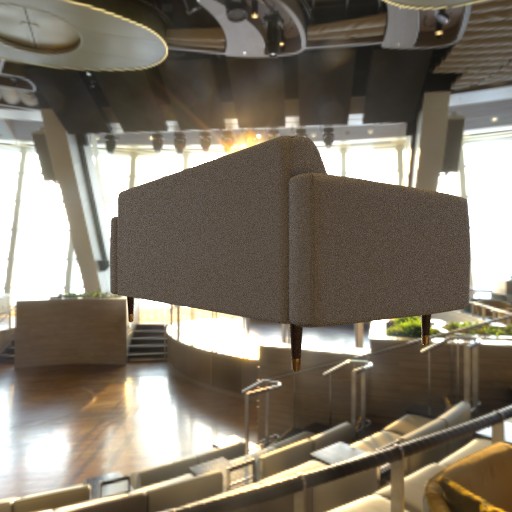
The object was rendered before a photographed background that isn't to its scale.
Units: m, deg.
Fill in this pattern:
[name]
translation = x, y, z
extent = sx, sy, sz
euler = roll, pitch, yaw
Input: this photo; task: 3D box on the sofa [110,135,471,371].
[sofa]
translation = 0.000, 0.000, 2.389
extent = 0.969, 0.814, 1.895
euler = 0, -1, -37
